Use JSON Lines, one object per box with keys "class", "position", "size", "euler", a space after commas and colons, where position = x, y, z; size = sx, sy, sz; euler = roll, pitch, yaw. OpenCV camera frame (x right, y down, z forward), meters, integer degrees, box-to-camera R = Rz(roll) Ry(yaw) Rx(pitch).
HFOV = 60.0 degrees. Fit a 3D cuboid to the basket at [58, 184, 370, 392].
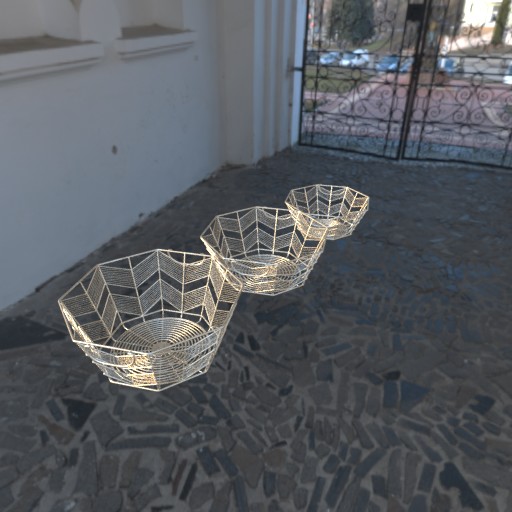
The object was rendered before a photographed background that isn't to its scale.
{"class": "basket", "position": [0.000, 0.000, 1.376], "size": [0.432, 0.178, 1.246], "euler": [20, 35, 31]}
